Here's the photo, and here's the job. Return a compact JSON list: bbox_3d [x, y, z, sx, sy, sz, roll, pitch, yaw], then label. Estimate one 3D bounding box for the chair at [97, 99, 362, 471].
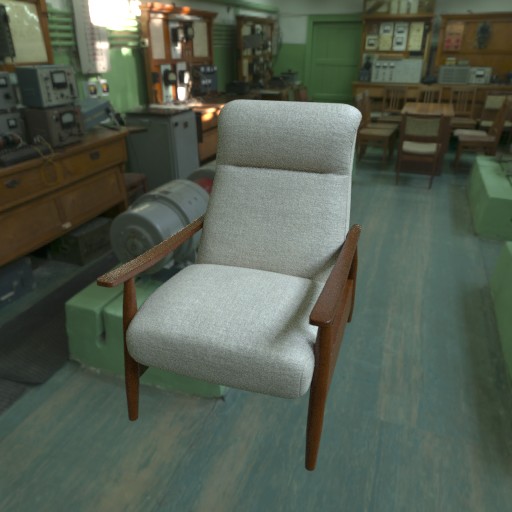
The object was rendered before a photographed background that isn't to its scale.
[{"bbox_3d":[0.000,0.000,1.787,0.762,1.082,1.014,8,27,16],"label":"chair"}]
